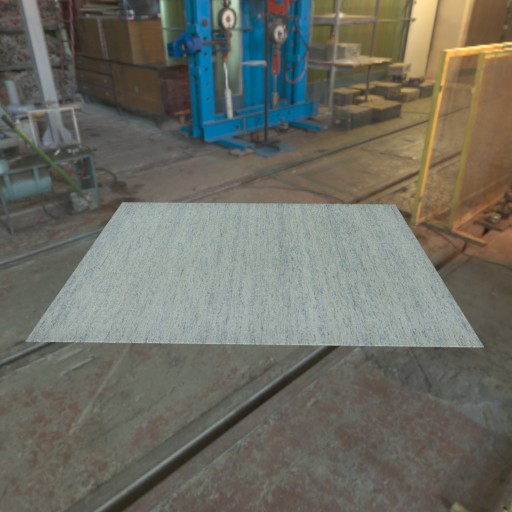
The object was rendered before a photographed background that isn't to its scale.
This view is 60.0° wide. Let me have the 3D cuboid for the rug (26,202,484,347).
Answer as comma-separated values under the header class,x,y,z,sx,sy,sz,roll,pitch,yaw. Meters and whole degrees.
class,x,y,z,sx,sy,sz,roll,pitch,yaw
rug,0.000,0.000,4.145,3.197,0.006,2.438,1,30,1
